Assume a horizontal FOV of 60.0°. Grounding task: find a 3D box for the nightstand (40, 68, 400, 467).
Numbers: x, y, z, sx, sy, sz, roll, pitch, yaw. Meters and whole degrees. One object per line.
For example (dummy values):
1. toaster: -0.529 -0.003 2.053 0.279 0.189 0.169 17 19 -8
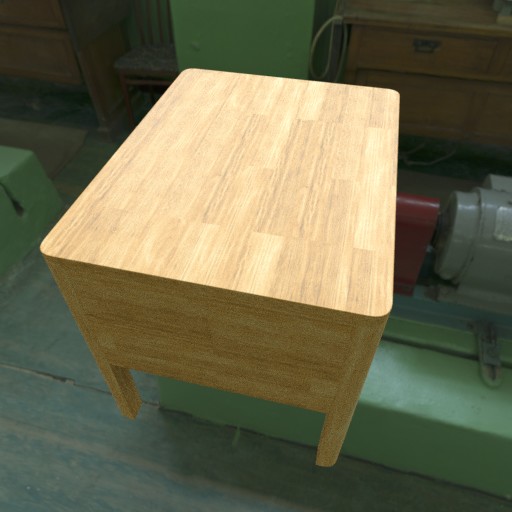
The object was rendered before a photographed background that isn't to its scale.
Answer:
1. nightstand: 0.000 0.000 0.877 0.440 0.470 0.560 10 47 9
